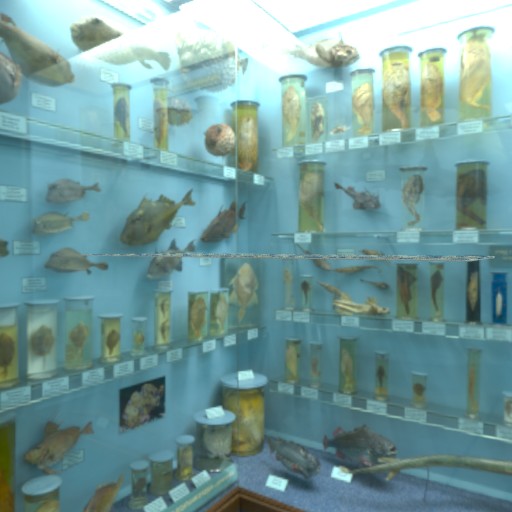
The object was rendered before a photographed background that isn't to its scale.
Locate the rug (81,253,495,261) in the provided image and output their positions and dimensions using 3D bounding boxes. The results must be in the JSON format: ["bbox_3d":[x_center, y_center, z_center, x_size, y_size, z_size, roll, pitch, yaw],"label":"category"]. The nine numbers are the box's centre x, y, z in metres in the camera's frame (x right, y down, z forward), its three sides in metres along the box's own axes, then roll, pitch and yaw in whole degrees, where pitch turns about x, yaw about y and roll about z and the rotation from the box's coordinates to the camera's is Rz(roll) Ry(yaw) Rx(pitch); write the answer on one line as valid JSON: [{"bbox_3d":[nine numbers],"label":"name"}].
[{"bbox_3d":[0.000,0.000,2.657,2.446,0.011,0.768,1,1,36],"label":"rug"}]
